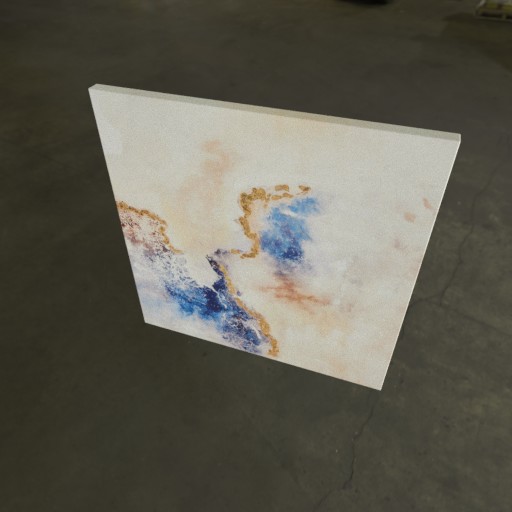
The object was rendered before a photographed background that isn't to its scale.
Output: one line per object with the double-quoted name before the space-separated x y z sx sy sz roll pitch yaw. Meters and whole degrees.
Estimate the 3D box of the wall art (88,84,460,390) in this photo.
"wall art" 0.000 0.000 1.308 0.889 0.889 0.038 13 42 15
